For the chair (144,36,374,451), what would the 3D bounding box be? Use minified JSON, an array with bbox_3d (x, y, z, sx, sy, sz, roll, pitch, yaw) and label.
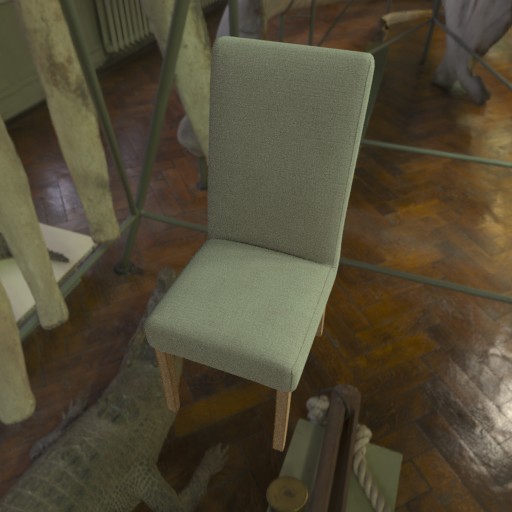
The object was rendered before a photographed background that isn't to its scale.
[{"bbox_3d":[0.000,0.000,1.317,0.450,1.033,0.611,14,44,15],"label":"chair"}]
